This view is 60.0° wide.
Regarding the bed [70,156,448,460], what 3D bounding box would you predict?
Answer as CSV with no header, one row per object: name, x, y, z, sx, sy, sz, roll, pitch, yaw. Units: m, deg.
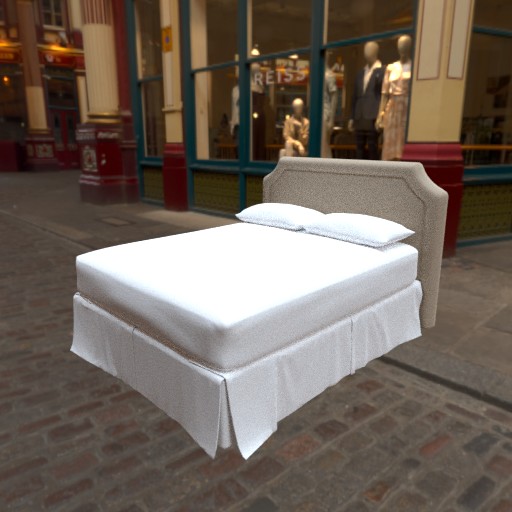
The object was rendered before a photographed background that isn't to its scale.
bed,0.000,0.000,3.221,2.204,1.301,1.828,-15,21,-43
